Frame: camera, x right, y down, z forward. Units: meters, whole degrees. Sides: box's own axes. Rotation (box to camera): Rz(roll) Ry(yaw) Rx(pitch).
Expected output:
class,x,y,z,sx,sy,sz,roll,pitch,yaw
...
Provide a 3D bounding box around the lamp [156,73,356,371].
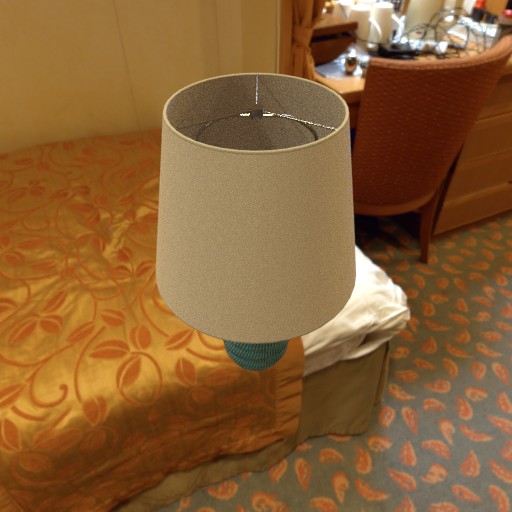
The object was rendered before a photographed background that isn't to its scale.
class,x,y,z,sx,sy,sz,roll,pitch,yaw
lamp,0.000,0.000,0.562,0.254,0.392,0.254,0,42,0
